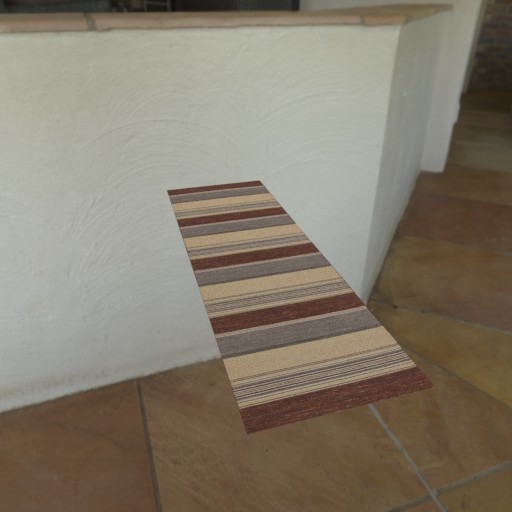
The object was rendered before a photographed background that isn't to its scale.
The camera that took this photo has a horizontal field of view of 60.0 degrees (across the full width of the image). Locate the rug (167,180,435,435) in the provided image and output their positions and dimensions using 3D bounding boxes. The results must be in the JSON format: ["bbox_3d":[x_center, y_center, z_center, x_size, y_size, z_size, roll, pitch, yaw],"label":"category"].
[{"bbox_3d":[0.000,0.000,2.708,0.792,0.006,2.437,-9,31,-14],"label":"rug"}]
